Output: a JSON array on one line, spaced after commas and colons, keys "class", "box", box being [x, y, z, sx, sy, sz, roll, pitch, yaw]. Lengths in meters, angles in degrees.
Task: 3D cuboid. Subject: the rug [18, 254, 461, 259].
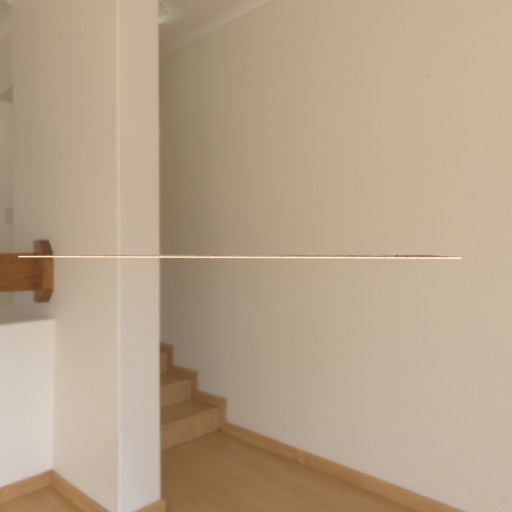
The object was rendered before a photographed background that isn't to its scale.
[{"class": "rug", "box": [0.000, 0.000, 2.857, 2.227, 0.008, 1.611, 0, 0, 18]}]
